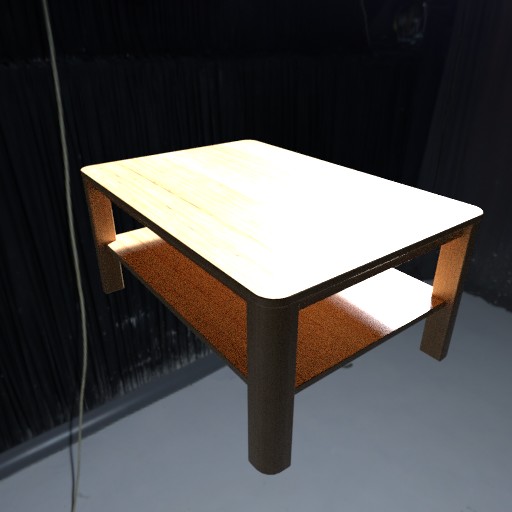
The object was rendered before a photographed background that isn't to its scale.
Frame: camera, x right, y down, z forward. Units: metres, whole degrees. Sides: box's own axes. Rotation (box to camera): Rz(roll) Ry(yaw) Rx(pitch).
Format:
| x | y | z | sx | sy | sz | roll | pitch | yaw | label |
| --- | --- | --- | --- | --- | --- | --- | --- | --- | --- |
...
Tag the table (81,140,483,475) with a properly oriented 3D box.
| x | y | z | sx | sy | sz | roll | pitch | yaw | label |
| --- | --- | --- | --- | --- | --- | --- | --- | --- | --- |
| 0.000 | 0.000 | 1.364 | 0.696 | 0.445 | 0.997 | -19 | 33 | -32 | table |
